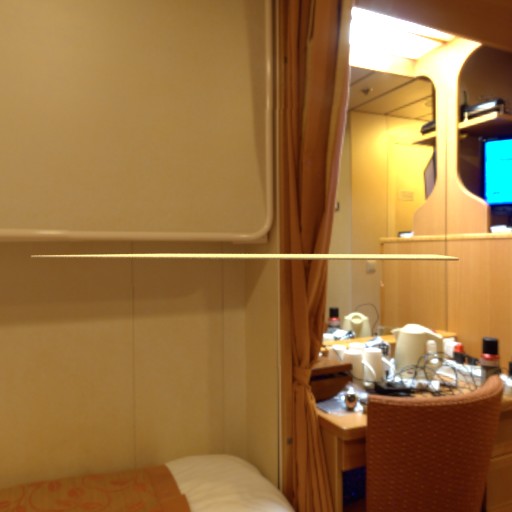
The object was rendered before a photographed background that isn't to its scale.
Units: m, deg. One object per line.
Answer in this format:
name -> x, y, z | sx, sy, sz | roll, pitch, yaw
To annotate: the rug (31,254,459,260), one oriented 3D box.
rug -> 0.000, 0.000, 3.085 | 2.441, 0.014, 1.531 | 0, 1, 19
